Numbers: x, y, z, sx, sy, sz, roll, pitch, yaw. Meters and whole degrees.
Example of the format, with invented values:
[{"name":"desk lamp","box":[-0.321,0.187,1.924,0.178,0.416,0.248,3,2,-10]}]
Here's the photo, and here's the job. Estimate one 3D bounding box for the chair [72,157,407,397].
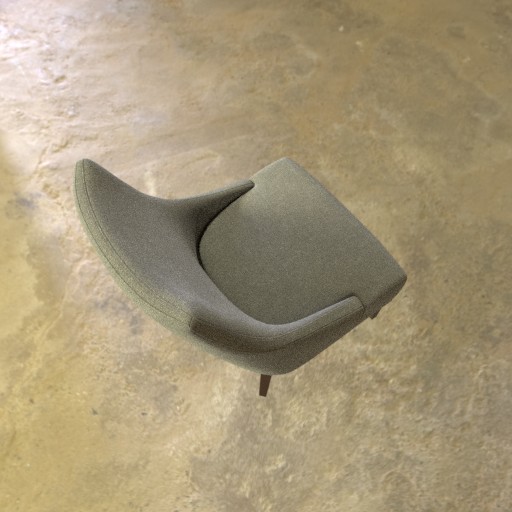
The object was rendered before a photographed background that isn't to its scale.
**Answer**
[{"name":"chair","box":[0.000,0.000,1.476,0.861,0.909,0.701,-32,64,-17]}]
